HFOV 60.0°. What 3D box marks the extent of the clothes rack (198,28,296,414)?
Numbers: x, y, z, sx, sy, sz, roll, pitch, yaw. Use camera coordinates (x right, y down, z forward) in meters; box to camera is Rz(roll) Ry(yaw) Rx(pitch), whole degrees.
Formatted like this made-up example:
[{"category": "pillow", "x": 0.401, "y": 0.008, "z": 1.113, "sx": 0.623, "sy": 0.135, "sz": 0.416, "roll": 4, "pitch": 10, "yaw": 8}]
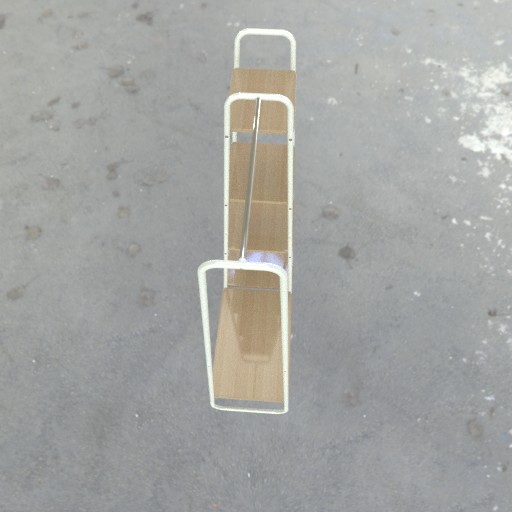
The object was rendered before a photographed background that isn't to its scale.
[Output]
[{"category": "clothes rack", "x": 0.000, "y": 0.000, "z": 1.970, "sx": 0.400, "sy": 1.500, "sz": 1.011, "roll": 3, "pitch": 58, "yaw": 2}]
